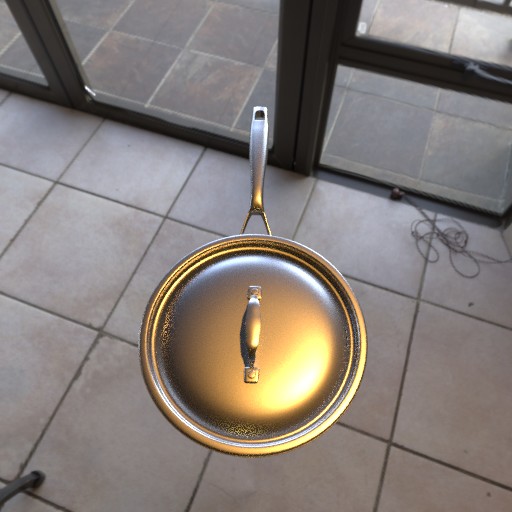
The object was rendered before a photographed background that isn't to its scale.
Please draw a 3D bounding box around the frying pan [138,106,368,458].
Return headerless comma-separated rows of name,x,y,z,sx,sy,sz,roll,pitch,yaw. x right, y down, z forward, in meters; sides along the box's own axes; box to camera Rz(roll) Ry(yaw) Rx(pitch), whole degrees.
frying pan,0.000,0.000,0.588,0.272,0.086,0.490,2,62,1
